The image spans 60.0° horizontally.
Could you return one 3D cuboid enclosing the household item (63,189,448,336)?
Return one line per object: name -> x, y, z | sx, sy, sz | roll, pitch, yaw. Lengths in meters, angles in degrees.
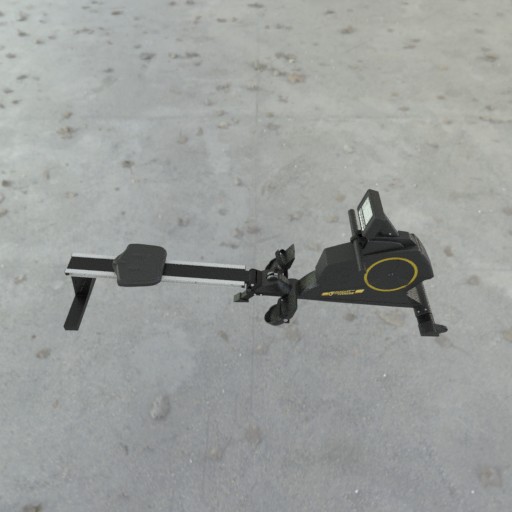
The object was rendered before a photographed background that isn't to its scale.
household item -> 0.000, 0.000, 2.501 | 2.251, 0.810, 0.521 | 1, 47, 1
